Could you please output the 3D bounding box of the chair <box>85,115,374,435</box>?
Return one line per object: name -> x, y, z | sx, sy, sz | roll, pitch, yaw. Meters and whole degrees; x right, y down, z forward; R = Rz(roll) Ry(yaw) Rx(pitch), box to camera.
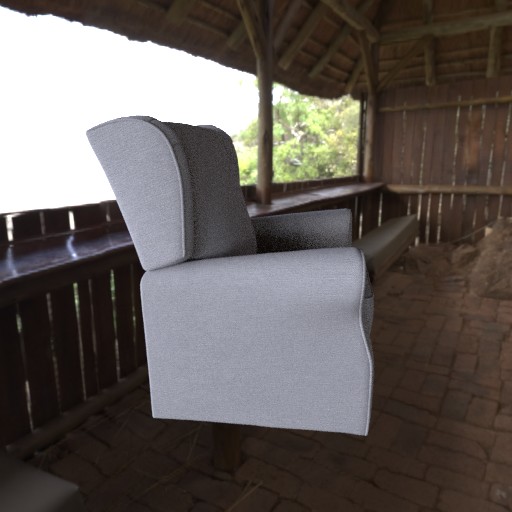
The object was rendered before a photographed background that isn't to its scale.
chair -> 0.000, 0.000, 1.643 | 0.854, 0.966, 0.906 | 2, 15, 9
